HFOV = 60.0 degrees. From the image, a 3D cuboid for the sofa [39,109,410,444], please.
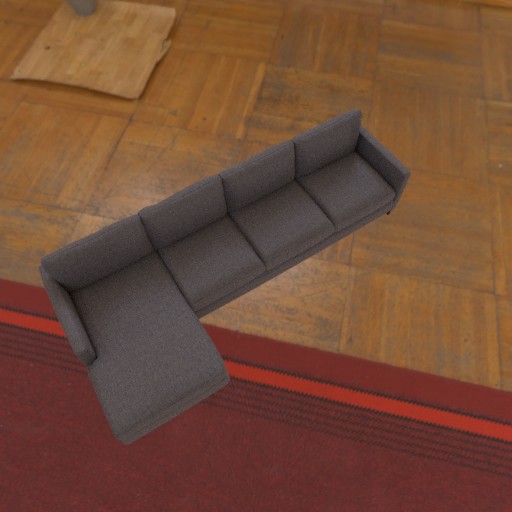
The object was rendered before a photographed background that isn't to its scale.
[{"bbox_3d":[0.000,0.000,3.212,2.731,0.754,1.258,-29,64,-16],"label":"sofa"}]
